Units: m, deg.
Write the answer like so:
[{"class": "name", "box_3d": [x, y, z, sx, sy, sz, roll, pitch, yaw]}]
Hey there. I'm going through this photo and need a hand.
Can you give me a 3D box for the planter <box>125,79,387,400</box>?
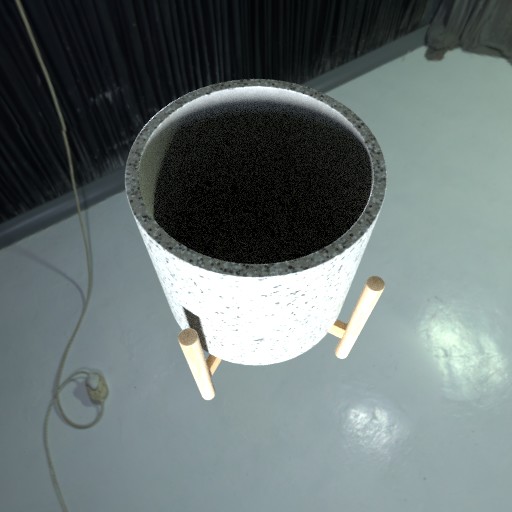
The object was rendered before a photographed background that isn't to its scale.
[{"class": "planter", "box_3d": [0.000, 0.000, 0.697, 0.360, 0.419, 0.360, -35, 65, -19]}]
